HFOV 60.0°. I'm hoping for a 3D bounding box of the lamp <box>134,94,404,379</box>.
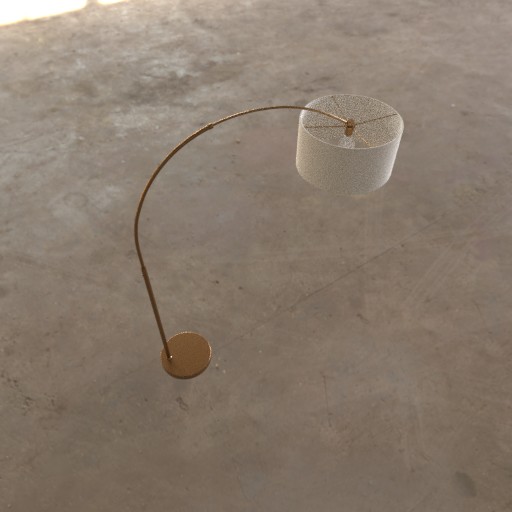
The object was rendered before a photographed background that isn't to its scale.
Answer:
[{"bbox_3d":[0.000,0.000,2.666,1.434,1.927,0.493,-11,49,-10],"label":"lamp"}]
